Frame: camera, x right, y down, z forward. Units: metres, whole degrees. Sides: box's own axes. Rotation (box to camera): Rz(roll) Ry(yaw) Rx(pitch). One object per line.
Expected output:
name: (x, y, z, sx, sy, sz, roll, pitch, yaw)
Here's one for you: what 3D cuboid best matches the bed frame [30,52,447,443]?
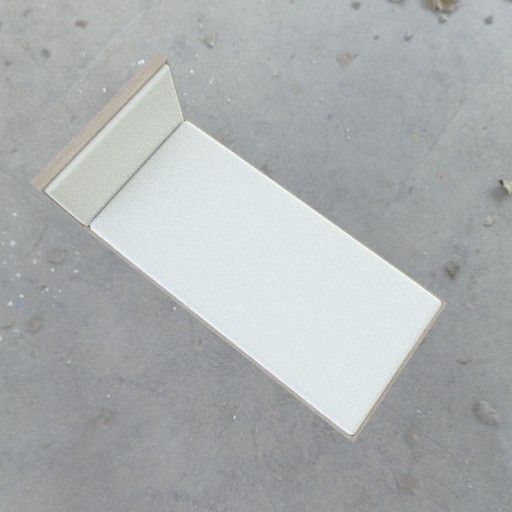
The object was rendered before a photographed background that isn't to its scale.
bed frame: (0.000, 0.000, 2.628, 2.140, 0.920, 0.990, 37, 78, 9)
